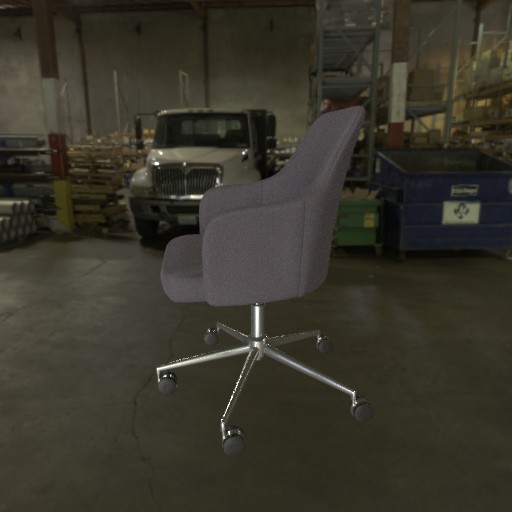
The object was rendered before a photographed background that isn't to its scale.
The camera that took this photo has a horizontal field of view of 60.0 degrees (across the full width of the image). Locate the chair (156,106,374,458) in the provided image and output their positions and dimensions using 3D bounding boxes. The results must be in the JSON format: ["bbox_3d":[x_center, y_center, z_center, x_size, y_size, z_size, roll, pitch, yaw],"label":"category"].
[{"bbox_3d":[0.000,0.000,1.280,0.600,0.820,0.655,-2,14,-8],"label":"chair"}]
